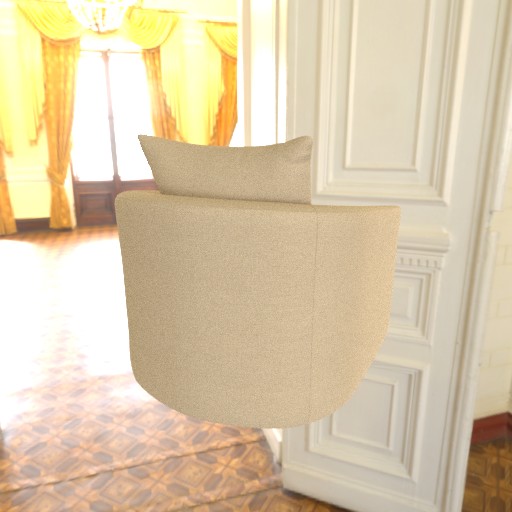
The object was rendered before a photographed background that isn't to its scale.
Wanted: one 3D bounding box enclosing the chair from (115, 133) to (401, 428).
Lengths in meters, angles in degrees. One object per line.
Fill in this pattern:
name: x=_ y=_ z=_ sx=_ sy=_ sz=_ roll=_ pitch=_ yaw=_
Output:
chair: x=0.000 y=0.000 z=1.591 sx=0.845 sy=0.848 sz=0.910 roll=8 pitch=18 yaw=27
